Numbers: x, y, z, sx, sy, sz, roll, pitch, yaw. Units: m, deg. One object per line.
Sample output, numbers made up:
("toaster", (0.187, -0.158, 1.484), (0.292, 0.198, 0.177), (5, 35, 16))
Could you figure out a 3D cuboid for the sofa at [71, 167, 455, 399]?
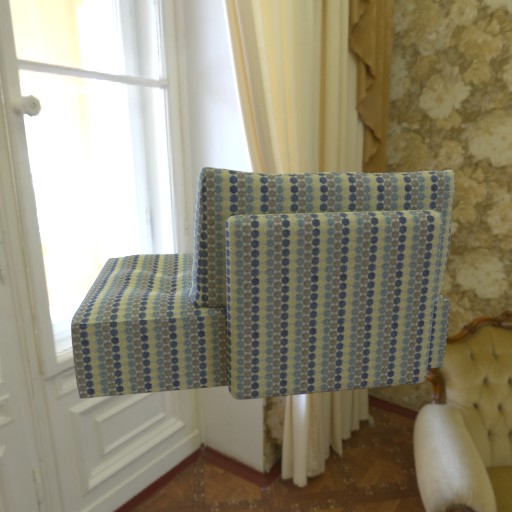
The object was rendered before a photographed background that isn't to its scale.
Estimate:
("sofa", (0.000, 0.000, 1.975), (1.450, 0.820, 1.000), (-2, 15, -9))
